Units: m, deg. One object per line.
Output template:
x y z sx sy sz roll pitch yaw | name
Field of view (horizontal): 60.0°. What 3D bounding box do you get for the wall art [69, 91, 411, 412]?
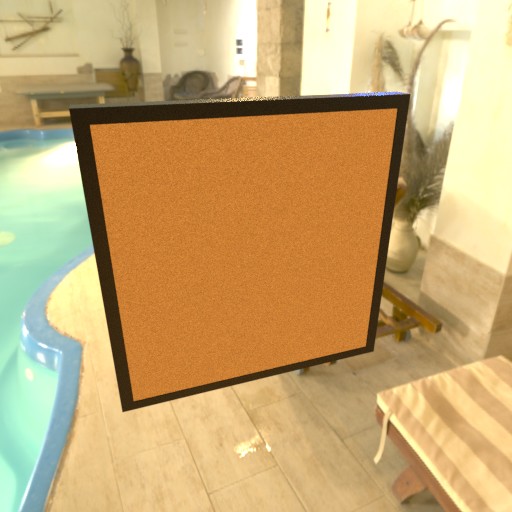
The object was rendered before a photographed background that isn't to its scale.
0.000 0.000 0.752 0.506 0.506 0.038 -9 27 -17 | wall art
